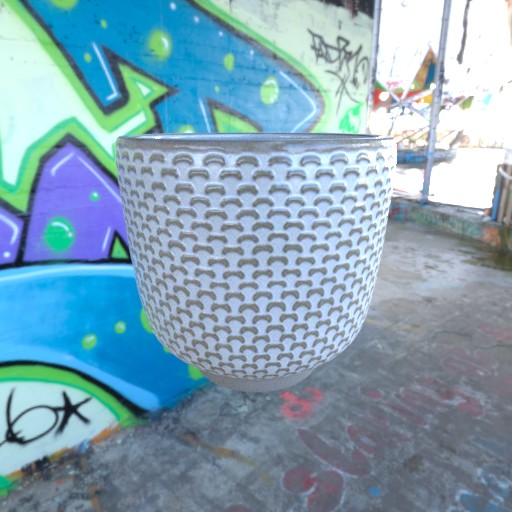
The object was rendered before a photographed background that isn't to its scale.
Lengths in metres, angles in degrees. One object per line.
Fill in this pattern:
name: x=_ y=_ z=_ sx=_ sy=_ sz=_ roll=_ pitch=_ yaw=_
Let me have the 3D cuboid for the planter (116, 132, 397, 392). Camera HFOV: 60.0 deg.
planter: x=0.000 y=0.000 z=0.304 sx=0.173 sy=0.160 sz=0.173 roll=0 pitch=17 yaw=0
